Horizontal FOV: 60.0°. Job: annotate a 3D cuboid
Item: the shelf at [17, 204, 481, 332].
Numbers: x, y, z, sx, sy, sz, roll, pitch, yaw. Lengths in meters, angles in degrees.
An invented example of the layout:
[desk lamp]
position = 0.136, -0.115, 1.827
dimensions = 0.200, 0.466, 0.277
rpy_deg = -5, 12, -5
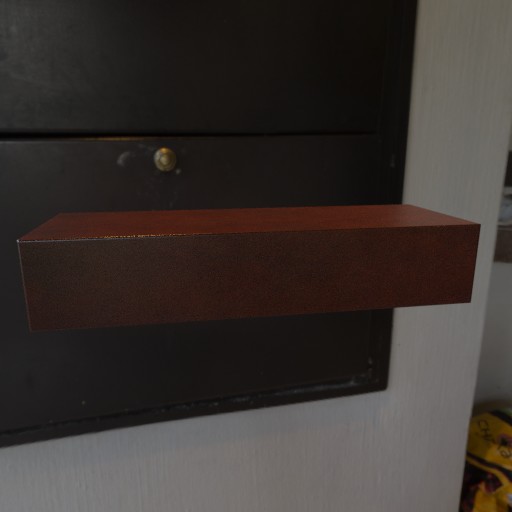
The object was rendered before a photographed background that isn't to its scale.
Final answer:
[shelf]
position = 0.000, 0.000, 0.515
dimensions = 0.457, 0.088, 0.152
rpy_deg = -3, 15, -10
